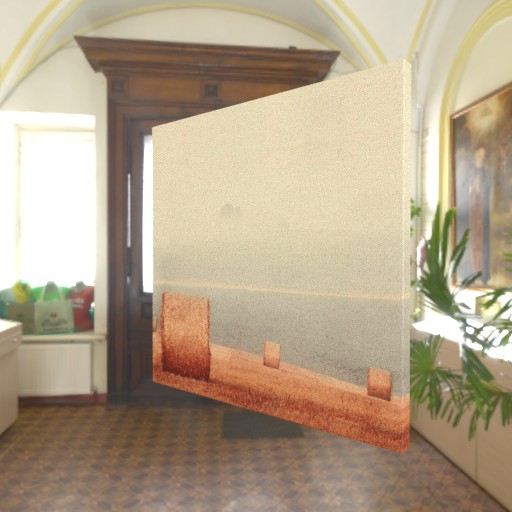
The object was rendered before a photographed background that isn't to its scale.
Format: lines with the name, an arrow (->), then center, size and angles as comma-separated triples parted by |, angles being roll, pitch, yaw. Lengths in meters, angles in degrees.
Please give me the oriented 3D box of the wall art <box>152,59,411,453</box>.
wall art -> 0.000, 0.000, 0.589 | 0.405, 0.405, 0.023 | 1, 1, 38
